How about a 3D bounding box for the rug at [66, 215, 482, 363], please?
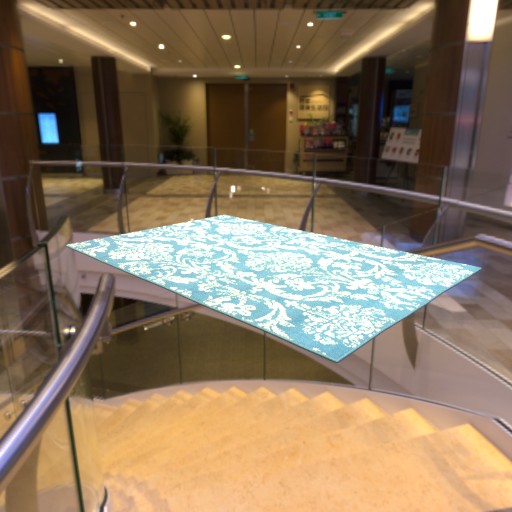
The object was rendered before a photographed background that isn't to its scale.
[{"bbox_3d":[0.000,0.000,2.311,1.833,0.012,1.211,16,23,42],"label":"rug"}]
